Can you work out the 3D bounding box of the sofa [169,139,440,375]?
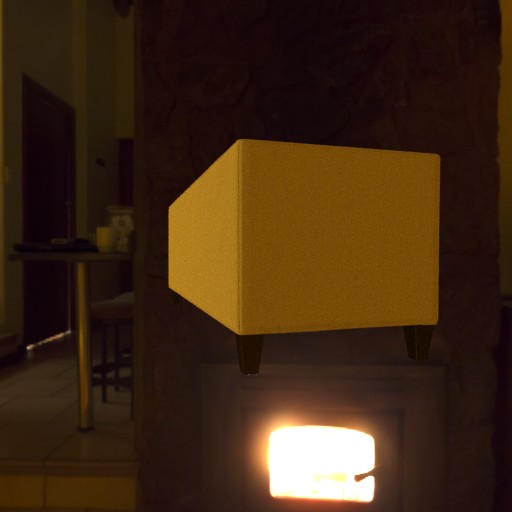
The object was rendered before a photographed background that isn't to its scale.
[{"bbox_3d":[0.000,0.000,2.545,0.775,0.762,2.159,0,0,-17],"label":"sofa"}]
